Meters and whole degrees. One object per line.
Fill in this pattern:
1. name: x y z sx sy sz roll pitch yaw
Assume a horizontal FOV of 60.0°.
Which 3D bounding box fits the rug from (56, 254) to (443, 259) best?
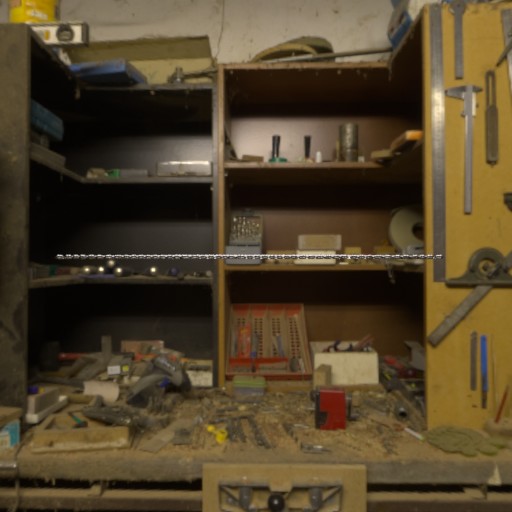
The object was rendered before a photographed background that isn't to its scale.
1. rug: 0.000 0.000 2.988 1.613 0.017 2.312 0 0 2
